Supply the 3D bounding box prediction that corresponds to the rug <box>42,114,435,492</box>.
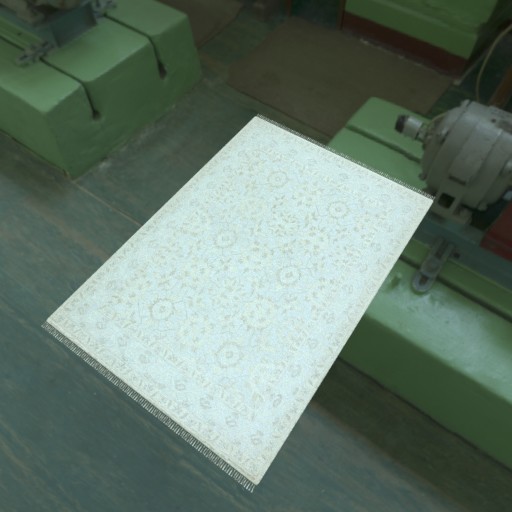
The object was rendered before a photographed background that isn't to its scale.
[{"bbox_3d":[0.000,0.000,2.848,1.514,0.011,2.233,31,63,18],"label":"rug"}]
